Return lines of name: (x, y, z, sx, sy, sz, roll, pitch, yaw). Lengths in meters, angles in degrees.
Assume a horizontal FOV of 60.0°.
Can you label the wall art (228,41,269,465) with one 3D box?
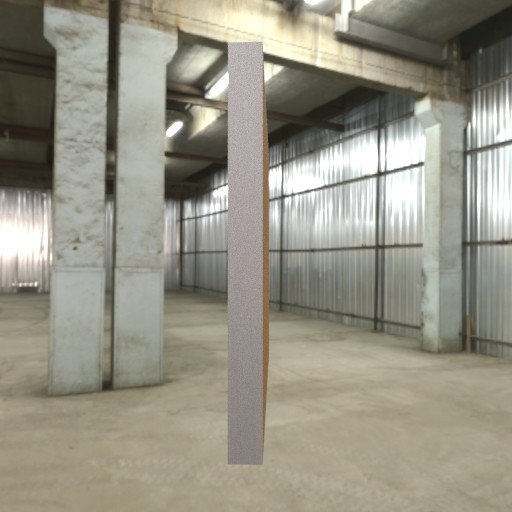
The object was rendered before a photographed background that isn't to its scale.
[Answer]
wall art: (0.000, 0.000, 0.750, 0.037, 0.450, 0.557, 0, -1, 2)
